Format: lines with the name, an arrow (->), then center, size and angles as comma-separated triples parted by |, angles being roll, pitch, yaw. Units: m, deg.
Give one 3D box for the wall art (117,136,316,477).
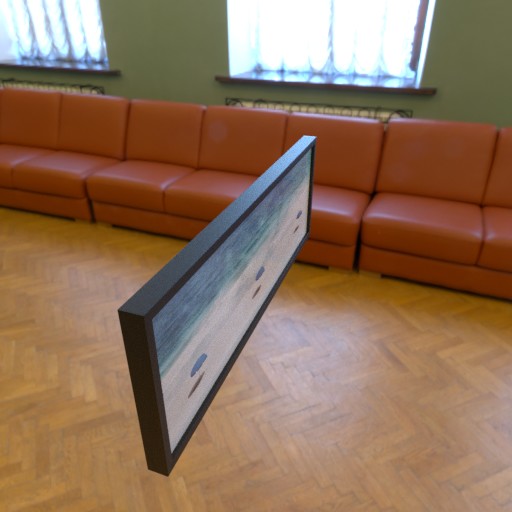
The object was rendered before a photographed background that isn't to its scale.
wall art -> 0.000, 0.000, 0.951 | 0.037, 0.303, 0.860 | 10, 31, 18
